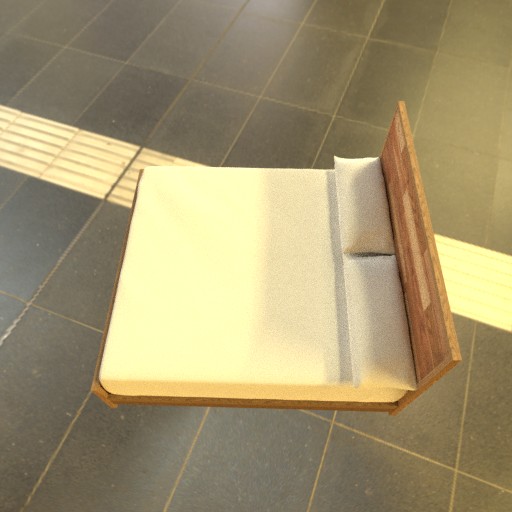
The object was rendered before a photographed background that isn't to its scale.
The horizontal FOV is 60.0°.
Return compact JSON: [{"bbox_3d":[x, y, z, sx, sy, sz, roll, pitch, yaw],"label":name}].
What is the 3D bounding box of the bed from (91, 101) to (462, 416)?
[{"bbox_3d":[0.000,0.000,3.382,2.184,1.295,2.013,1,58,1],"label":"bed"}]
